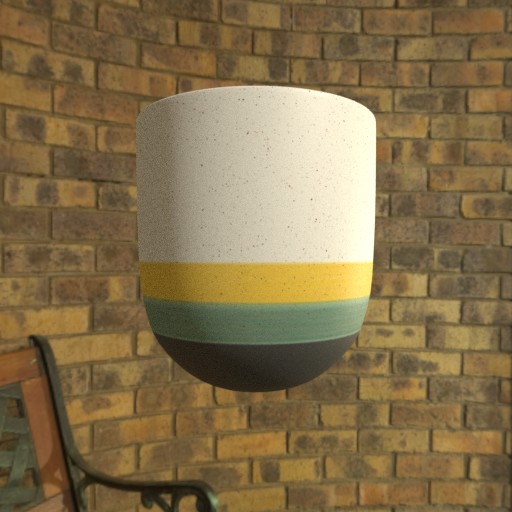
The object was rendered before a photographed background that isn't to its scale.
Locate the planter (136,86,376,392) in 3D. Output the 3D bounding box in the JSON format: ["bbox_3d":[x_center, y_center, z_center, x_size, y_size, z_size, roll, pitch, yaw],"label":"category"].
[{"bbox_3d":[0.000,0.000,0.374,0.195,0.214,0.195,0,0,0],"label":"planter"}]
